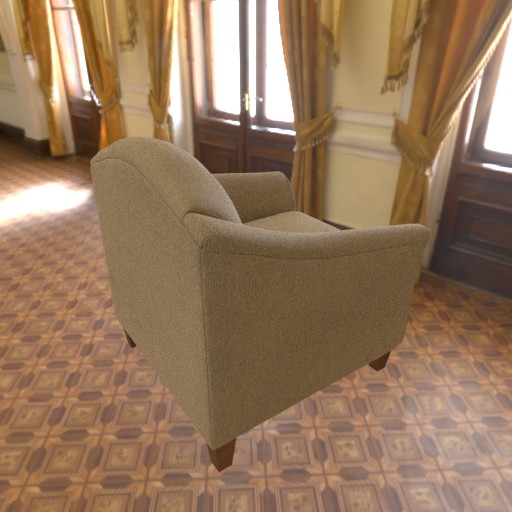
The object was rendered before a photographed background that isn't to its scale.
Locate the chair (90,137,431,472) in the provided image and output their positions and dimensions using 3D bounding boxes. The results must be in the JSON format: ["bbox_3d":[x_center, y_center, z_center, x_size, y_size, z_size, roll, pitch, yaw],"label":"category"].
[{"bbox_3d":[0.000,0.000,1.465,0.787,0.839,0.763,-17,31,-31],"label":"chair"}]
